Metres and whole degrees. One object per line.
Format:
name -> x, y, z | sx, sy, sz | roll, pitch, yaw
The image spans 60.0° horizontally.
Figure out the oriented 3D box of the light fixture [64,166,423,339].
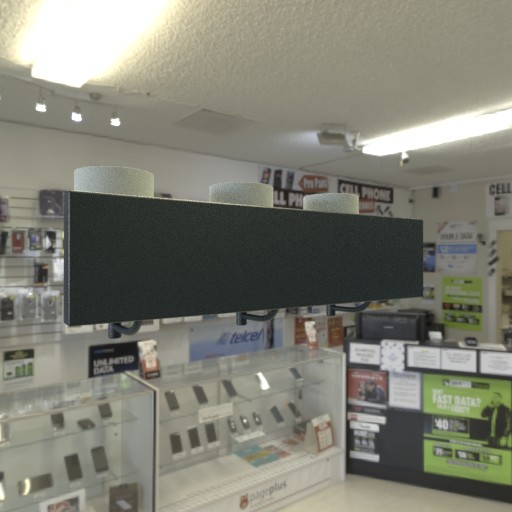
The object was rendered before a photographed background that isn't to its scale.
light fixture -> 0.000, 0.000, 0.529 | 0.451, 0.172, 0.145 | 0, 0, -35
